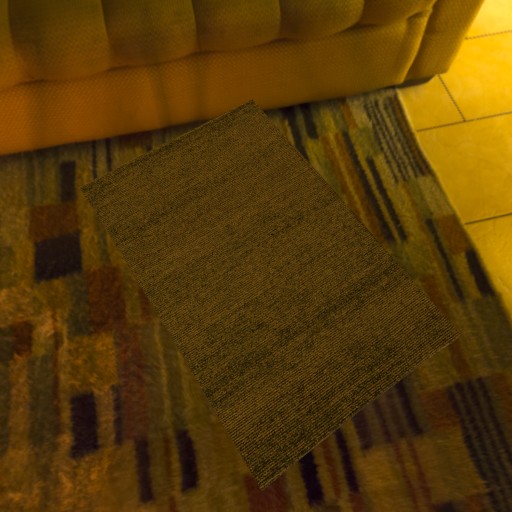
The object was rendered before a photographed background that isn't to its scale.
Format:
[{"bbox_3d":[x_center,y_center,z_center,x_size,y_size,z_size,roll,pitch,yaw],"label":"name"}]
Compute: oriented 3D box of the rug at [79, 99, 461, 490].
[{"bbox_3d":[0.000,0.000,2.250,1.145,0.021,1.777,-31,69,-14],"label":"rug"}]
